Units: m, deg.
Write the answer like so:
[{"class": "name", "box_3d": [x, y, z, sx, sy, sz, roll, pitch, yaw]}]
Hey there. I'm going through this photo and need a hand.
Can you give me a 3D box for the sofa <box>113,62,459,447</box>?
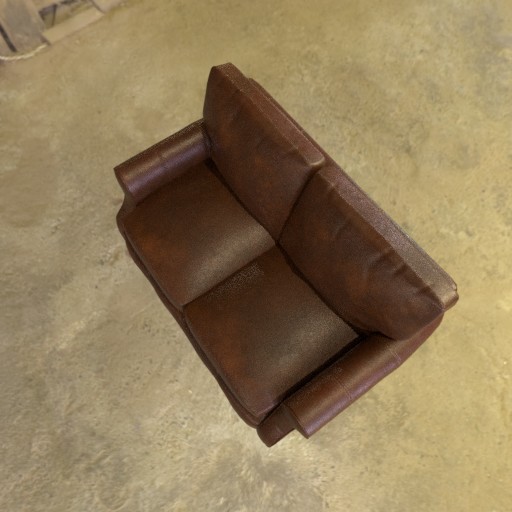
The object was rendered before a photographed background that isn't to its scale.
[{"class": "sofa", "box_3d": [0.000, 0.000, 2.187, 0.990, 0.976, 1.616, -34, 69, -15]}]
